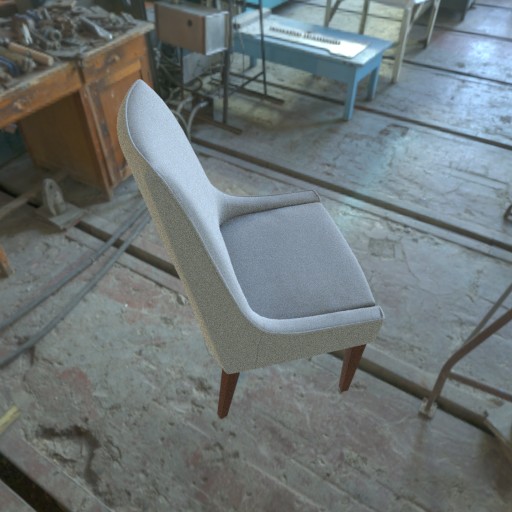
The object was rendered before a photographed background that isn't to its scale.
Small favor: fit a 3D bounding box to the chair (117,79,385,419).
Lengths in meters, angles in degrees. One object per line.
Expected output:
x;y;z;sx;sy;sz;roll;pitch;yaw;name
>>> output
0.000;0.000;1.179;0.544;0.861;0.529;-10;46;-10;chair
